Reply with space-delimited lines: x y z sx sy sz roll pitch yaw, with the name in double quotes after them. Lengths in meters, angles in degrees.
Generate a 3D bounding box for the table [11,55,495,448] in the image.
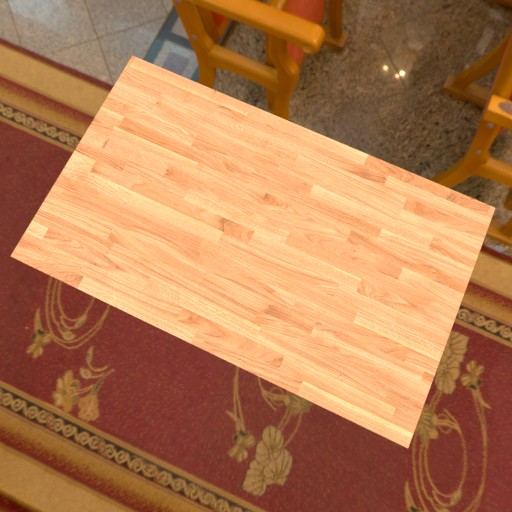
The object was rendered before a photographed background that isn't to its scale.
0.000 0.000 1.964 1.500 0.770 0.900 24 78 5 "table"
